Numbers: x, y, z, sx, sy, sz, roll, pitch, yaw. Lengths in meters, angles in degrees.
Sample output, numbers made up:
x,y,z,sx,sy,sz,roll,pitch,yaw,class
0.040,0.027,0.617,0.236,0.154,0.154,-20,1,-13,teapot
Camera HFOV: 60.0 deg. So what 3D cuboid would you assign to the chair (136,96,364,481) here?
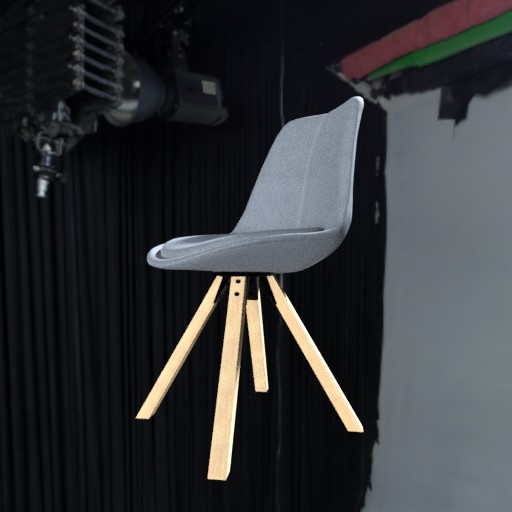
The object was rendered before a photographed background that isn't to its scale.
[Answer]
x,y,z,sx,sy,sz,roll,pitch,yaw,class
0.000,0.000,1.160,0.549,0.863,0.474,0,0,-35,chair
